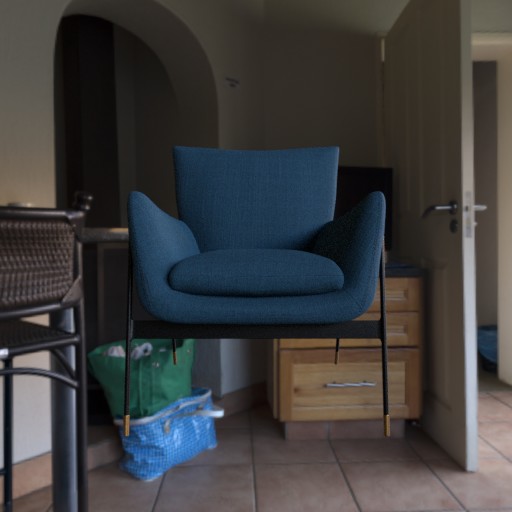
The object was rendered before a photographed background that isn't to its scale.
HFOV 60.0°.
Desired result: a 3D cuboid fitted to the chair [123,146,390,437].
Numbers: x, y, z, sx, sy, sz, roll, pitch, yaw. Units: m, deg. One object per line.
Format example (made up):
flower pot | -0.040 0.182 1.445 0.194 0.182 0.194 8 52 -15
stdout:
chair | 0.000 0.000 1.421 0.678 0.859 0.769 0 1 0
